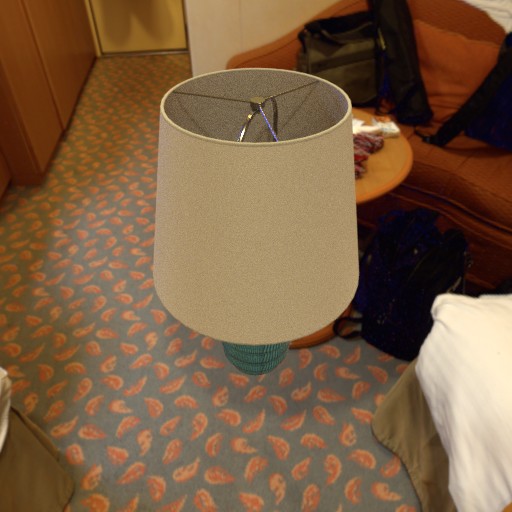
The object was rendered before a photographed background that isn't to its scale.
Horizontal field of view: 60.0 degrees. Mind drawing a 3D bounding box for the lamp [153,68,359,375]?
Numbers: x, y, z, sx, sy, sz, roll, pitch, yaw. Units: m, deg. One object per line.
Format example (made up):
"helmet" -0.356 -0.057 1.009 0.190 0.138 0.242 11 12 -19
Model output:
"lamp" 0.000 0.000 0.548 0.254 0.392 0.254 0 41 0
